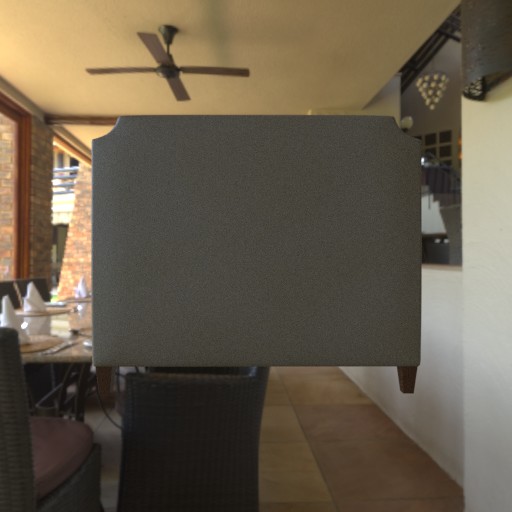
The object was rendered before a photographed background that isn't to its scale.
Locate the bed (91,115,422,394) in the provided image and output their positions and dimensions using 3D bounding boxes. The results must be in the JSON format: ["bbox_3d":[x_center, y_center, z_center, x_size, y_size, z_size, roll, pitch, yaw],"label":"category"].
[{"bbox_3d":[0.000,0.000,3.424,1.712,1.443,2.372,0,-1,0],"label":"bed"}]
